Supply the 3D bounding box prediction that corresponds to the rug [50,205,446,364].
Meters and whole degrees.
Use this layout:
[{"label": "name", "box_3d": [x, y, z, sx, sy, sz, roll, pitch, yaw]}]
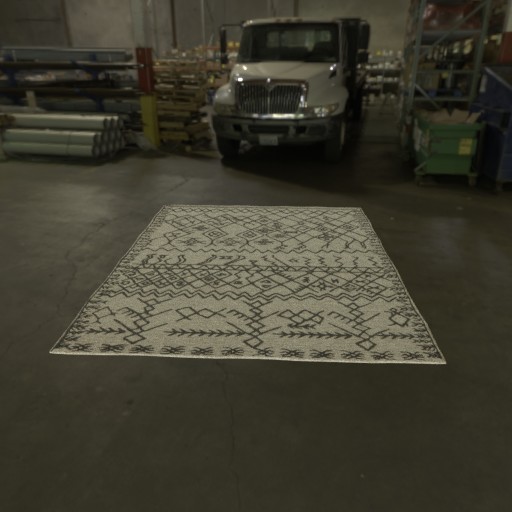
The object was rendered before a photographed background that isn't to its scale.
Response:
[{"label": "rug", "box_3d": [0.000, 0.000, 3.275, 1.964, 0.025, 2.455, 1, 24, 2]}]
